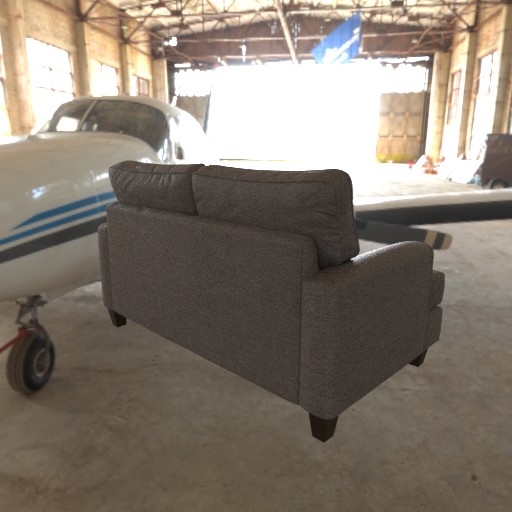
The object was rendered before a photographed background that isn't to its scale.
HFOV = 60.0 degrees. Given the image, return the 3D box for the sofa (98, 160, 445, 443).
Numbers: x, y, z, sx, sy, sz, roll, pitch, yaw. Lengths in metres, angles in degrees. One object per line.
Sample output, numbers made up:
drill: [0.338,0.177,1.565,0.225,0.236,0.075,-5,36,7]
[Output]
sofa: [0.000,0.000,2.303,1.651,0.965,0.965,13,19,43]
